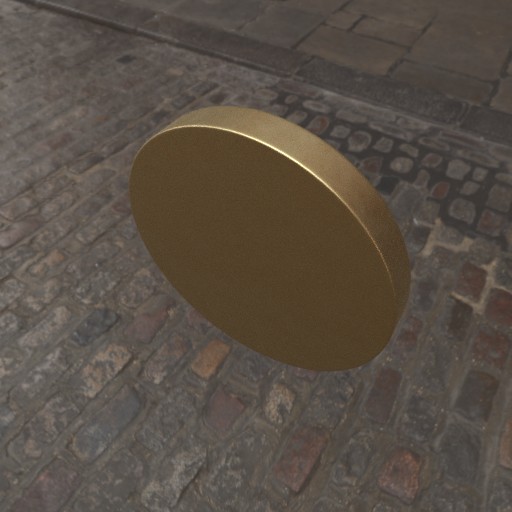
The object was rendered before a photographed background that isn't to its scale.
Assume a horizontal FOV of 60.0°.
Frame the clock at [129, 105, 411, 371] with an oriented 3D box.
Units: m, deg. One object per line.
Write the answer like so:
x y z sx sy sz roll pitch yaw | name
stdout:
0.000 0.000 0.469 0.314 0.314 0.040 25 52 21 | clock
